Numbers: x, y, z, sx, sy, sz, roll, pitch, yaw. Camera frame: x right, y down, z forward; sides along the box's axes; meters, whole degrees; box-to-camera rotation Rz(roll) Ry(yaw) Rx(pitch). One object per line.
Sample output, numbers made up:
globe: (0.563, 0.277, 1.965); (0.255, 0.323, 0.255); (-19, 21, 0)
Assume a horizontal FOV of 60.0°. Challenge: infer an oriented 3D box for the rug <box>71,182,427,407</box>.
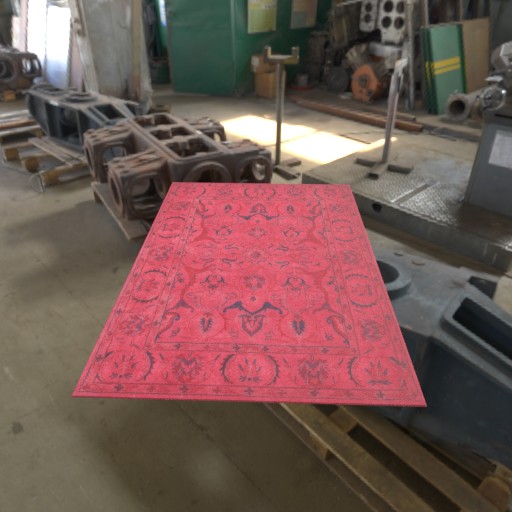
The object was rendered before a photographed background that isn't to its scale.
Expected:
rug: (0.000, 0.000, 2.263); (1.209, 0.008, 1.814); (1, 33, 2)
